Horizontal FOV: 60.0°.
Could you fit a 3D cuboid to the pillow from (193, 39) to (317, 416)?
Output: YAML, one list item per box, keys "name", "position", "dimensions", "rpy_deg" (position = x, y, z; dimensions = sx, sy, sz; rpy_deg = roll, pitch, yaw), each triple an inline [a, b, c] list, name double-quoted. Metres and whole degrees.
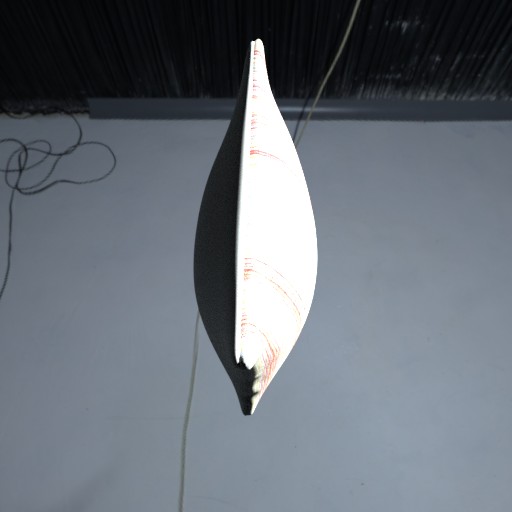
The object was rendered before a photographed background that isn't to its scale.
- name: "pillow"
  position: [0.000, 0.000, 0.702]
  dimensions: [0.191, 0.449, 0.451]
  rpy_deg: [2, 63, 1]
